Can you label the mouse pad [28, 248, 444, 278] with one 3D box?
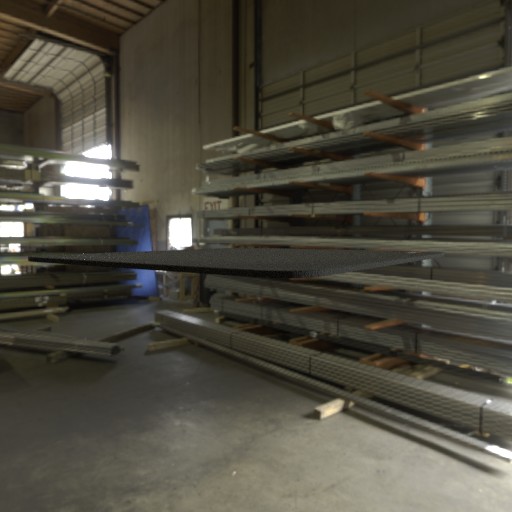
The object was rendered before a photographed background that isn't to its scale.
[{"bbox_3d":[0.000,0.000,0.309,0.203,0.003,0.229,2,3,36],"label":"mouse pad"}]
